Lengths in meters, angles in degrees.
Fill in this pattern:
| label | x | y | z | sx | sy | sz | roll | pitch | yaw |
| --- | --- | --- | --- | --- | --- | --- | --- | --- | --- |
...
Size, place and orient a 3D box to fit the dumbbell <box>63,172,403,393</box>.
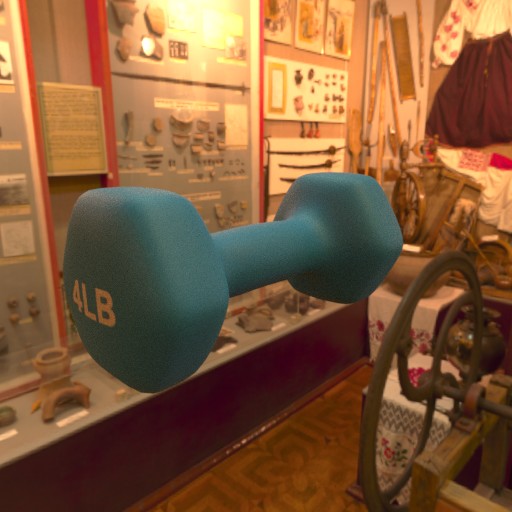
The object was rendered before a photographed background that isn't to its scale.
| label | x | y | z | sx | sy | sz | roll | pitch | yaw |
| --- | --- | --- | --- | --- | --- | --- | --- | --- | --- |
| dumbbell | 0.000 | 0.000 | 0.193 | 0.152 | 0.066 | 0.074 | -14 | 20 | -43 |
